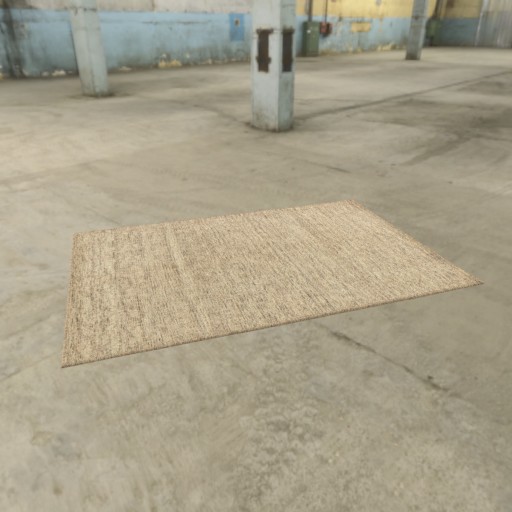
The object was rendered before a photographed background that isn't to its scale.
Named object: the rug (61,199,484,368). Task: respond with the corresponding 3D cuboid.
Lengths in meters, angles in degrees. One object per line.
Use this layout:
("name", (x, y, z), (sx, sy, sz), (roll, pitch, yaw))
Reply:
("rug", (0.000, 0.000, 2.304), (1.822, 0.018, 1.211), (-9, 28, -16))
